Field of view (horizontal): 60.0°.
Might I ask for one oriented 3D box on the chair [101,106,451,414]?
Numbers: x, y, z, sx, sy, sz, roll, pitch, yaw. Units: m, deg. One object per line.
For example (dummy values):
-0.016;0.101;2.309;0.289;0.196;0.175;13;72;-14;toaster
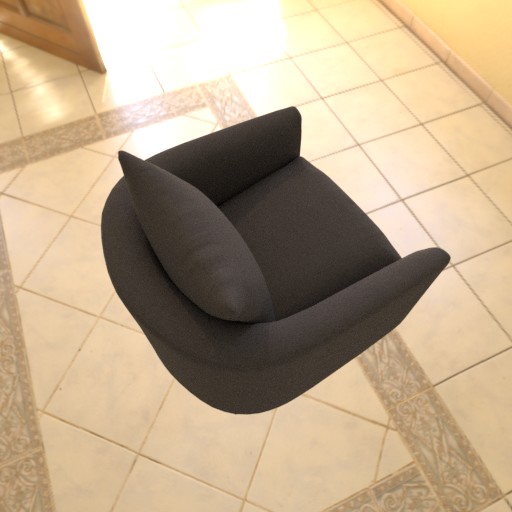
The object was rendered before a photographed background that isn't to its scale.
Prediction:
0.000;0.000;1.527;0.910;0.848;0.845;-30;64;-17;chair
